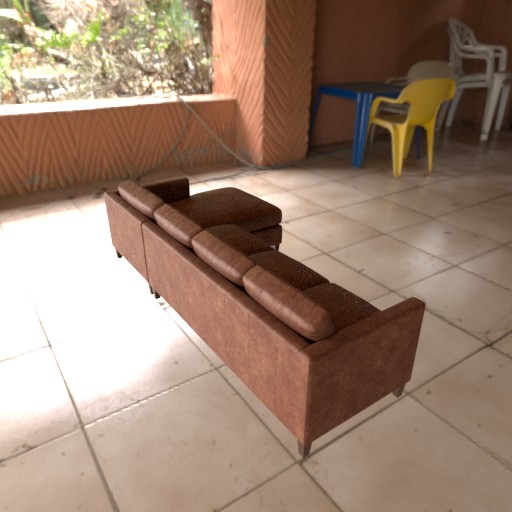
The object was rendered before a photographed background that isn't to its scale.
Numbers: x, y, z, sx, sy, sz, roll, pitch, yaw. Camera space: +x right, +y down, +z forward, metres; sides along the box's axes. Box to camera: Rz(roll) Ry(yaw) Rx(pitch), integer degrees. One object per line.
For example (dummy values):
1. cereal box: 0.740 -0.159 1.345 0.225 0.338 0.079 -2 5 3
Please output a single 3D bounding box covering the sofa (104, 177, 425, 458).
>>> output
1. sofa: 0.000 0.000 3.900 1.581 0.883 3.203 -17 32 -31
